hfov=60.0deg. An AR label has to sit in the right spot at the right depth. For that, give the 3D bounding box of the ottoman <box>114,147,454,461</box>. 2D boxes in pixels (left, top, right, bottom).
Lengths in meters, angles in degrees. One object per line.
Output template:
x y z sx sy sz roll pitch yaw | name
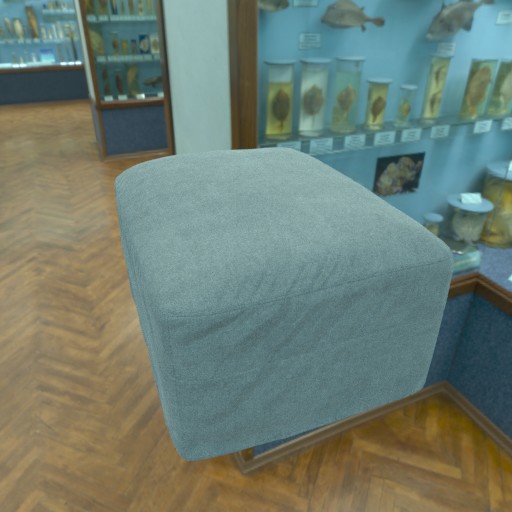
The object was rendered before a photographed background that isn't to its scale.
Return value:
0.000 0.000 1.251 0.683 0.481 0.837 -11 32 -19 | ottoman
